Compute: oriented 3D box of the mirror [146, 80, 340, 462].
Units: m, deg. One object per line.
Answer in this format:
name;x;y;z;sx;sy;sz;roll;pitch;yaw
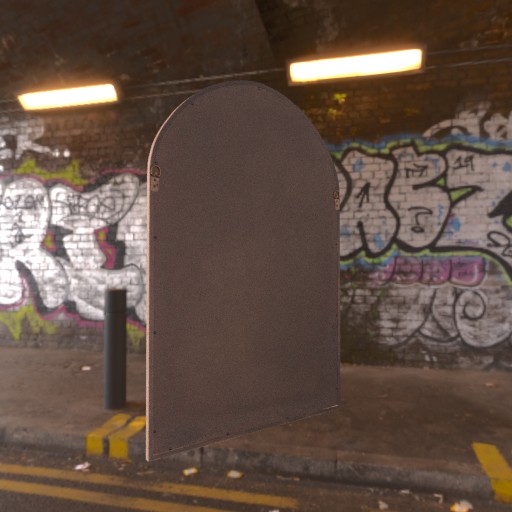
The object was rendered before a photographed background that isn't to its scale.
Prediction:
mirror;0.000;0.000;1.177;0.609;0.915;0.032;1;-1;-36
